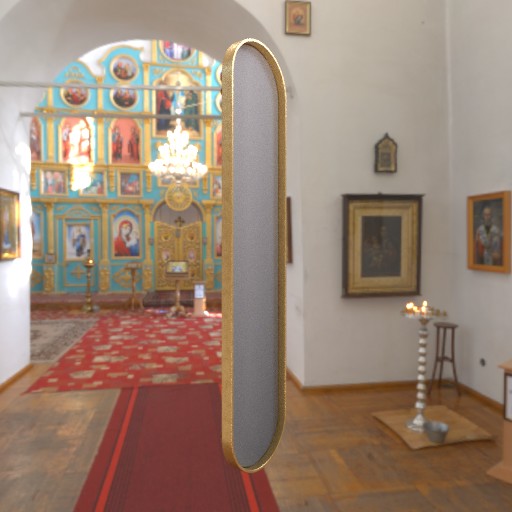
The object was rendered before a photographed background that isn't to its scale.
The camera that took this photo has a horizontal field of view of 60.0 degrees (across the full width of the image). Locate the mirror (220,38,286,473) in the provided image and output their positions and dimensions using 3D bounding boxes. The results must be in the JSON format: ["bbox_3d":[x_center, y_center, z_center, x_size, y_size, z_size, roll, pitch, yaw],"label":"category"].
[{"bbox_3d":[0.000,0.000,1.038,0.032,0.991,0.222,0,0,35],"label":"mirror"}]
